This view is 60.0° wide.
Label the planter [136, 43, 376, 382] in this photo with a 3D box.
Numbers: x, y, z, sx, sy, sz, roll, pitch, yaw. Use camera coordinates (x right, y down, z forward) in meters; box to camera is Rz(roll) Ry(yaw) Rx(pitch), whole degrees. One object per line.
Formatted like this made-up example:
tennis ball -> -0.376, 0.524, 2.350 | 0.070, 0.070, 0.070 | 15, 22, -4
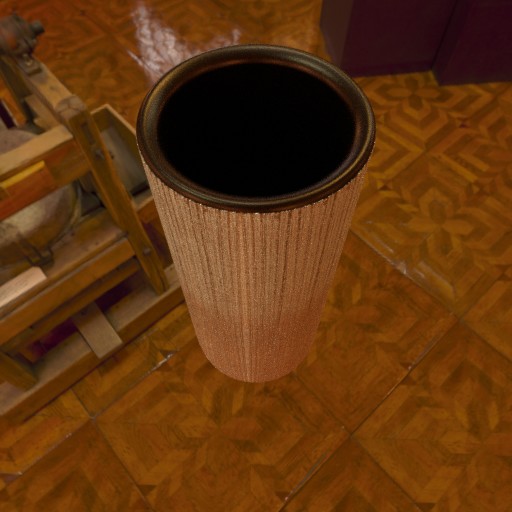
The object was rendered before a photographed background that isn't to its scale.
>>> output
planter -> 0.000, 0.000, 0.280 | 0.100, 0.227, 0.100 | -35, 65, -19
